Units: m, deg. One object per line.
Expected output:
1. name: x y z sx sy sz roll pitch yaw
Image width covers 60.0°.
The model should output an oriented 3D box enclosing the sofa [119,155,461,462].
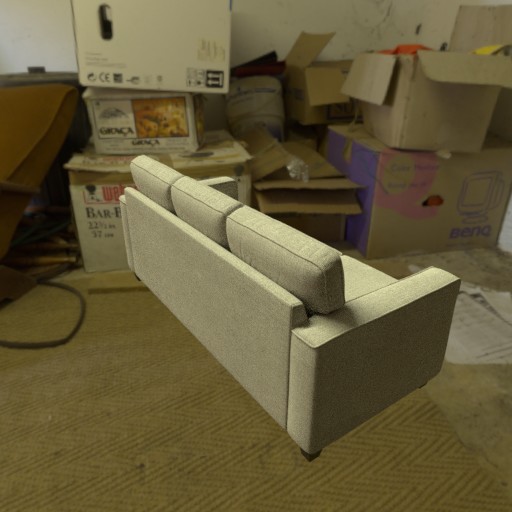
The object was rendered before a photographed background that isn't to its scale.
1. sofa: 0.000 0.000 2.693 0.939 0.965 2.133 -17 31 -31
